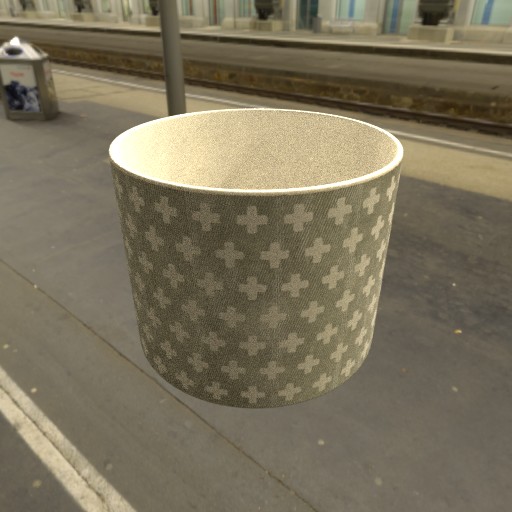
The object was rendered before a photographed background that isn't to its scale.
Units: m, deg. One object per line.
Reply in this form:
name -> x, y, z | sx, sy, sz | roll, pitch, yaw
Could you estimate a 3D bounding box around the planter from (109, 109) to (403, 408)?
planter -> 0.000, 0.000, 0.450 | 0.250, 0.239, 0.250 | 0, 30, 0
